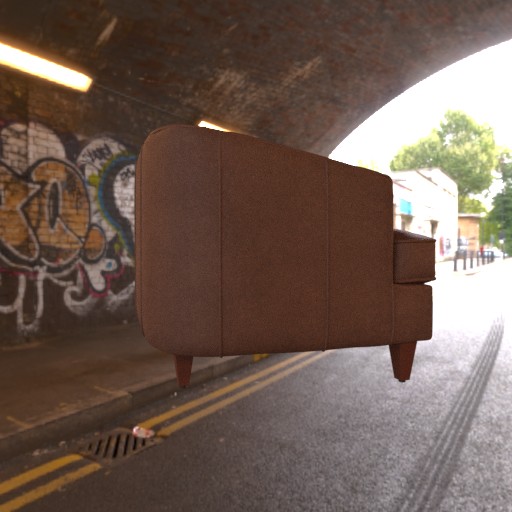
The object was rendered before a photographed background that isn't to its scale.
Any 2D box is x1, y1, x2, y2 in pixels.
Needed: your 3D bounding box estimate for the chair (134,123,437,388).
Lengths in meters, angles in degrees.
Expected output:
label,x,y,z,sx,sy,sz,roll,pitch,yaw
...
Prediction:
label,x,y,z,sx,sy,sz,roll,pitch,yaw
chair,0.000,0.000,1.761,0.914,0.787,1.118,0,1,-18
